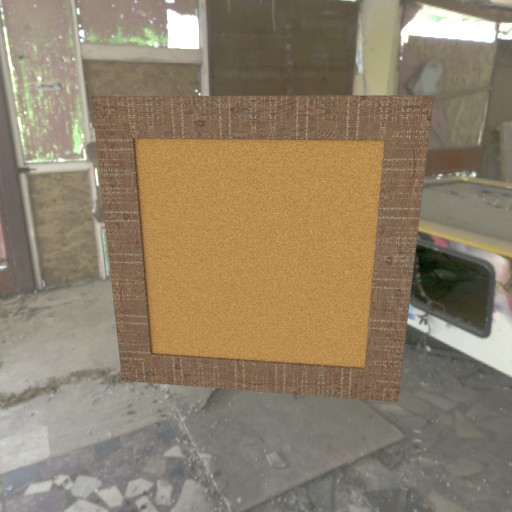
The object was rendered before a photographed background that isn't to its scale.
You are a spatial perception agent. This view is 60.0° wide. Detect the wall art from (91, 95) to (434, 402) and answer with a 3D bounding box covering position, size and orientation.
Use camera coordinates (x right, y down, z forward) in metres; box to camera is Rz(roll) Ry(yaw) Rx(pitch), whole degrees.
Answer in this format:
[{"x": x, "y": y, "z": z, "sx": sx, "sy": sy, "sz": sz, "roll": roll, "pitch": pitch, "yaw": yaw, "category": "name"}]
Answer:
[{"x": 0.000, "y": 0.000, "z": 0.783, "sx": 0.531, "sy": 0.531, "sz": 0.040, "roll": 2, "pitch": 18, "yaw": 7, "category": "wall art"}]
